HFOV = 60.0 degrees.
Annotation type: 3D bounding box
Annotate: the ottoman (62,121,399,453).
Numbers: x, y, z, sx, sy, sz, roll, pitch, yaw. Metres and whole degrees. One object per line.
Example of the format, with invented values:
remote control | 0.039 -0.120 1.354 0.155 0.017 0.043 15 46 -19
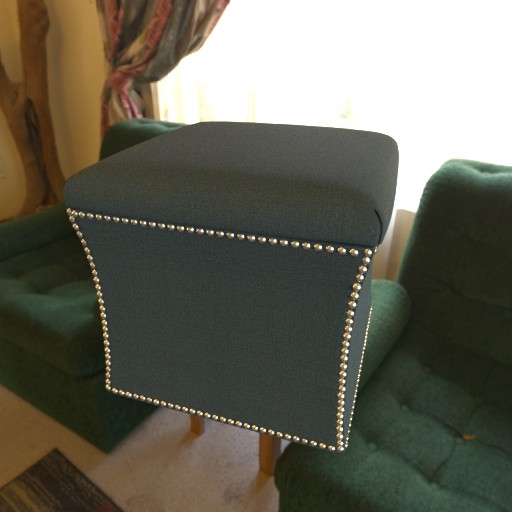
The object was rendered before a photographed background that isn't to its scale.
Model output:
ottoman | 0.000 0.000 0.906 0.507 0.475 0.497 9 28 16
